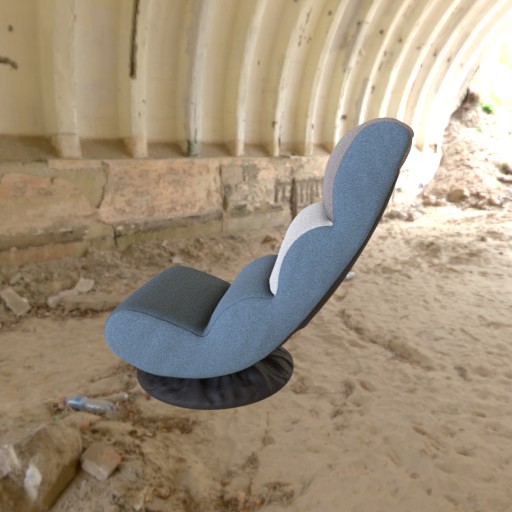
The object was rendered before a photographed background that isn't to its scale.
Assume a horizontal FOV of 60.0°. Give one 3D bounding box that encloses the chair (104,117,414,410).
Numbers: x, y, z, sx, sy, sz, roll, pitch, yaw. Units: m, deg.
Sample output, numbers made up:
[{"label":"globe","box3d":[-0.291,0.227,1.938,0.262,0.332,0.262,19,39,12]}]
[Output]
[{"label":"chair","box3d":[0.000,0.000,1.108,0.661,0.641,0.420,2,14,8]}]
